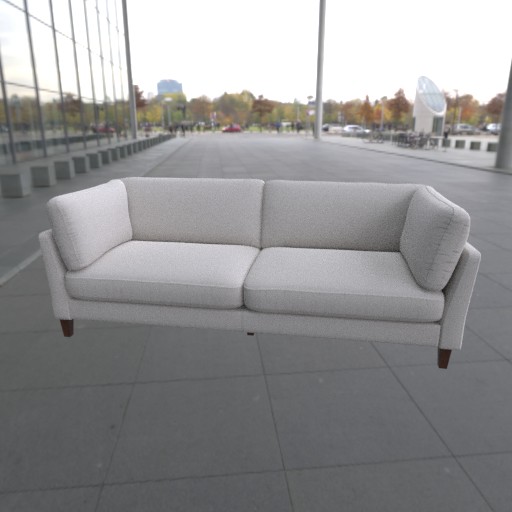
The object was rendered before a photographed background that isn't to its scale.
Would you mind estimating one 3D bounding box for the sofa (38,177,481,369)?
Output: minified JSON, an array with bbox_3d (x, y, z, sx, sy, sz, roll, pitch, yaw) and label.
[{"bbox_3d":[0.000,0.000,2.733,2.301,0.863,0.957,3,17,9],"label":"sofa"}]
